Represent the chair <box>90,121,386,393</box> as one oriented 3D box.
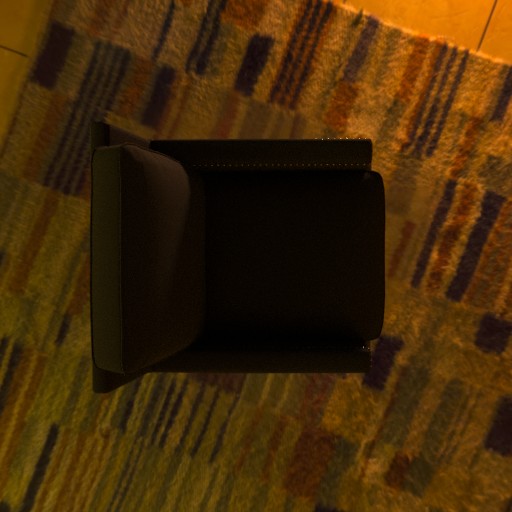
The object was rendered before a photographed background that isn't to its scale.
[{"bbox_3d":[0.000,0.000,1.689,1.014,0.943,0.853,0,91,1],"label":"chair"}]
